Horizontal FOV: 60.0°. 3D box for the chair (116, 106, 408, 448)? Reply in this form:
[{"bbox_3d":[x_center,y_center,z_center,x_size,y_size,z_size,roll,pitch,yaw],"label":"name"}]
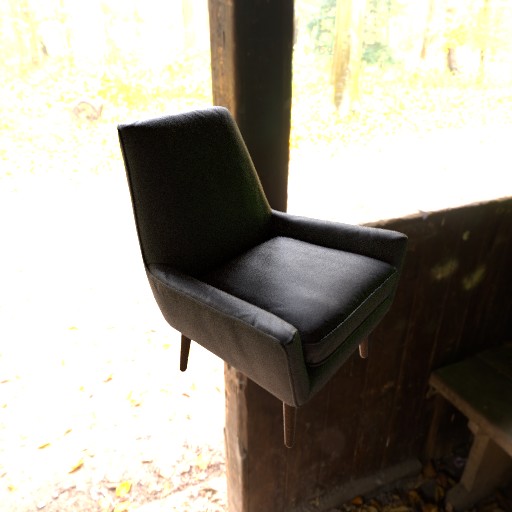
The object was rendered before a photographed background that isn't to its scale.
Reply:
[{"bbox_3d":[0.000,0.000,1.523,0.822,0.888,0.787,19,32,33],"label":"chair"}]
